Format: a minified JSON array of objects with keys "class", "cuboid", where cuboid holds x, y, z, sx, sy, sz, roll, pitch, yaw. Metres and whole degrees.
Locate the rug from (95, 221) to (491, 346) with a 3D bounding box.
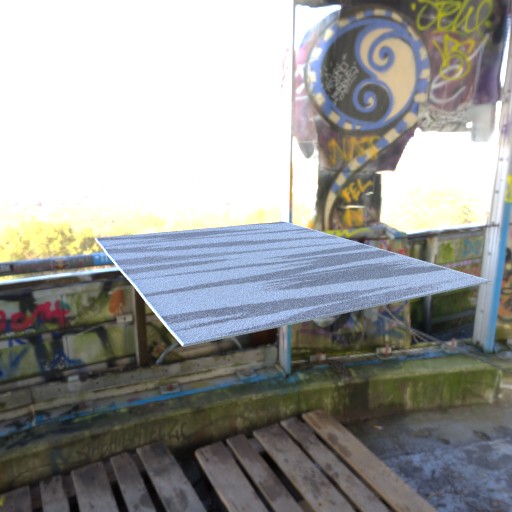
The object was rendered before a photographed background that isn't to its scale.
[{"class":"rug","cuboid":[0.000,0.000,3.971,2.353,0.014,2.945,-7,16,-26]}]
